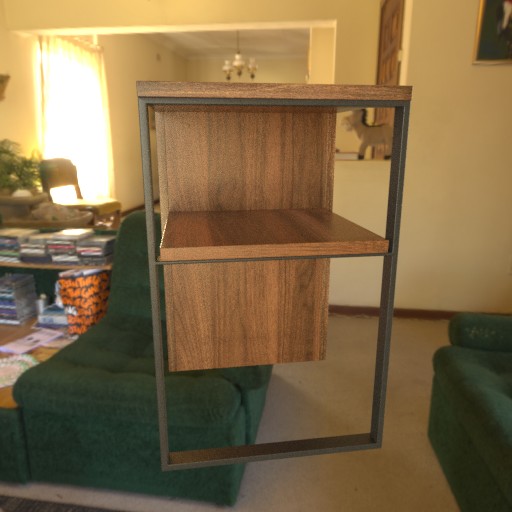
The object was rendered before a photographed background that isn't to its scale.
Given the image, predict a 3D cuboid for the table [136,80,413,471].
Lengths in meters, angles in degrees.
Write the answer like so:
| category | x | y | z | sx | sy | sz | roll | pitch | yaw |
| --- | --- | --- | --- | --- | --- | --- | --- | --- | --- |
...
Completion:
| category | x | y | z | sx | sy | sz | roll | pitch | yaw |
| --- | --- | --- | --- | --- | --- | --- | --- | --- | --- |
| table | 0.000 | 0.000 | 1.546 | 0.660 | 1.041 | 0.786 | -2 | 15 | -8 |
